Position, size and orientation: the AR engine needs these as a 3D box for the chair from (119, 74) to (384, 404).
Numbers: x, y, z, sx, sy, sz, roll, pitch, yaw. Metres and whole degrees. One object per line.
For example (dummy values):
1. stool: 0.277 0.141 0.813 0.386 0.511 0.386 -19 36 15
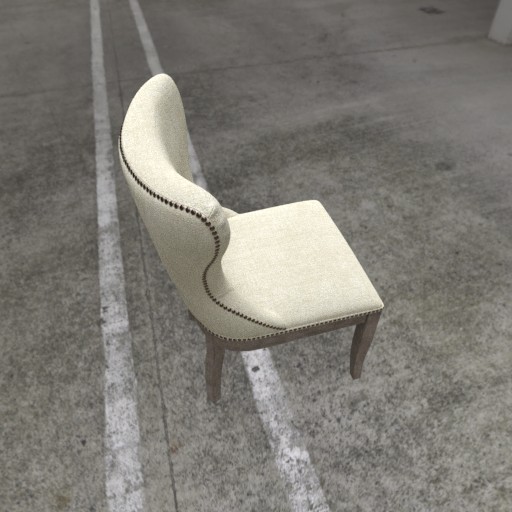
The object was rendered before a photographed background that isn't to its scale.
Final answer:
1. chair: 0.000 0.000 1.442 0.681 1.002 0.654 -12 47 -11
